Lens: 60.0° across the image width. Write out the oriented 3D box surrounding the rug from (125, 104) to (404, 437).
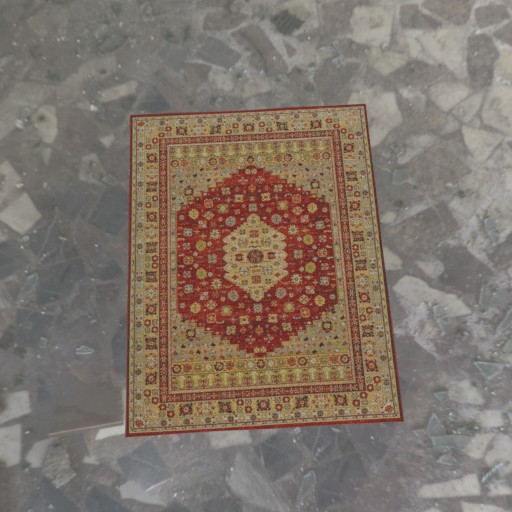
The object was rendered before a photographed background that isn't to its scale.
[{"bbox_3d":[0.000,0.000,4.132,2.387,0.013,3.053,-3,77,-1],"label":"rug"}]
